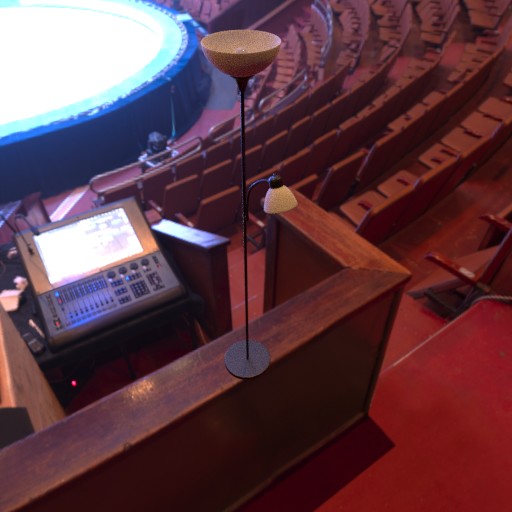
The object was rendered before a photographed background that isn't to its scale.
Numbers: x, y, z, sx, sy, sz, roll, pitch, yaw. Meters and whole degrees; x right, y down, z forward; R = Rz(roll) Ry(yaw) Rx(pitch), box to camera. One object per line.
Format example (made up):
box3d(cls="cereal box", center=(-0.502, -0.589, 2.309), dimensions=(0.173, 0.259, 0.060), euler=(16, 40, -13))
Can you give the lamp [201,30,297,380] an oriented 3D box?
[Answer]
box3d(cls="lamp", center=(0.000, 0.000, 2.034), dimensions=(0.279, 1.804, 0.442), euler=(-26, 47, -26))
